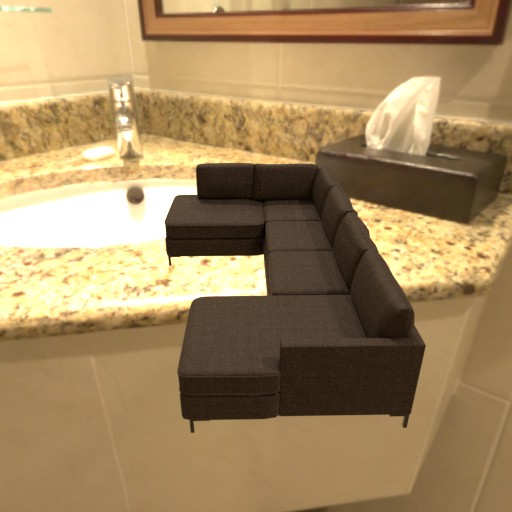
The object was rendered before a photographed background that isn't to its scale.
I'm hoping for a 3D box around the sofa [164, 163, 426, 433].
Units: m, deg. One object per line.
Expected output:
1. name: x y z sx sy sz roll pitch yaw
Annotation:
1. sofa: 0.000 0.000 4.321 2.048 0.999 3.423 -1 27 -1
